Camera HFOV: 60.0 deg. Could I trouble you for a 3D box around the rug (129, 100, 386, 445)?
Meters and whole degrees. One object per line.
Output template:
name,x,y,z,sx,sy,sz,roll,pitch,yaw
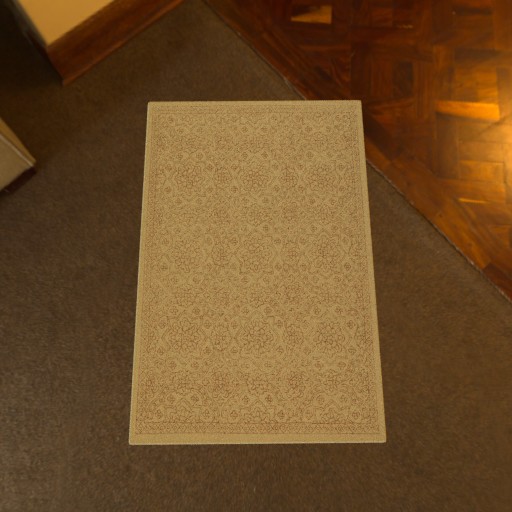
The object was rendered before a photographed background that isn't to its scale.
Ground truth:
rug,0.000,0.000,2.319,1.219,0.010,1.829,0,76,0
